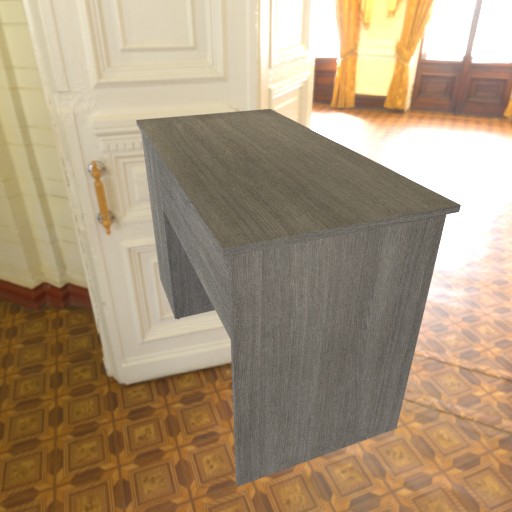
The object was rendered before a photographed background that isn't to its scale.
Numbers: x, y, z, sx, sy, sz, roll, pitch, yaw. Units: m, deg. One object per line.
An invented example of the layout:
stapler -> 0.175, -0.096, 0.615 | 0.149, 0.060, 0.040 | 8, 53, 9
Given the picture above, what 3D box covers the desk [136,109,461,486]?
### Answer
desk -> 0.000, 0.000, 1.531 | 0.560, 0.735, 1.097 | -11, 32, -18
